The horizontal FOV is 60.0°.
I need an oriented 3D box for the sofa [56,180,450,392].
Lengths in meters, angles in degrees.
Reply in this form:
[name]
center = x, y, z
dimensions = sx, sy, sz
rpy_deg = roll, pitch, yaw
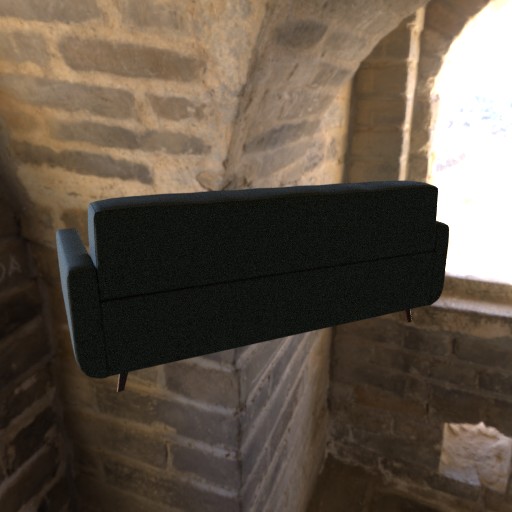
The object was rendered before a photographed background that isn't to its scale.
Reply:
[sofa]
center = 0.000, 0.000, 2.517
dimensions = 2.029, 0.841, 0.909
rpy_deg = -7, 17, -25
